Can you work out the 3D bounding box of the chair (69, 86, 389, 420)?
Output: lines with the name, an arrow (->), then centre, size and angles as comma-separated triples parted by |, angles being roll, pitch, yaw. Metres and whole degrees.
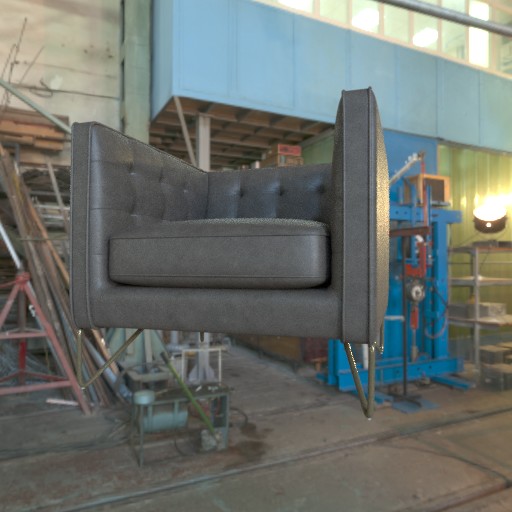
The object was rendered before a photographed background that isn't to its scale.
chair -> 0.000, 0.000, 1.550 | 0.880, 0.790, 0.894 | 0, -1, 18
